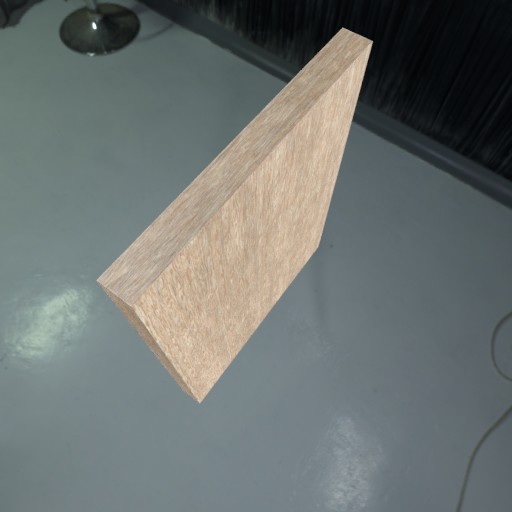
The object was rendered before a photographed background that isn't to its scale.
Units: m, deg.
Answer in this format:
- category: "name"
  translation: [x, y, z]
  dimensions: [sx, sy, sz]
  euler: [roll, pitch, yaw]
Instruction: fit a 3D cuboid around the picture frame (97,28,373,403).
- category: "picture frame"
  translation: [0.000, 0.000, 0.701]
  dimensions: [0.043, 0.526, 0.424]
  euler: [33, 68, 16]
